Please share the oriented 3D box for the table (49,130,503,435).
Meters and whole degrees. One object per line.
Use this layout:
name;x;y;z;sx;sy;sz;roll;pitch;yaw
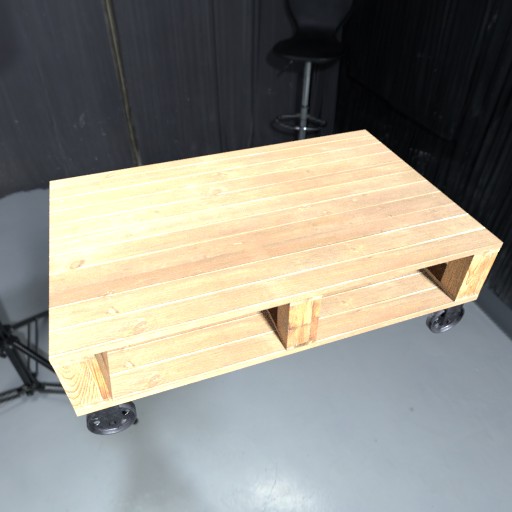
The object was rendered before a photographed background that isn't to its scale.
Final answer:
table;0.000;0.000;1.612;1.299;0.413;0.827;-13;43;-14
